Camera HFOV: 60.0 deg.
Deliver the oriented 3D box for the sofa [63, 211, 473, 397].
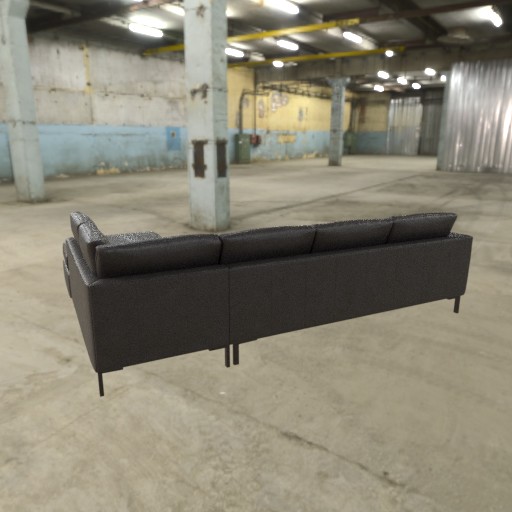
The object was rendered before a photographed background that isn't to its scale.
[{"bbox_3d":[0.000,0.000,3.825,2.984,0.877,1.938,-7,16,-26],"label":"sofa"}]
